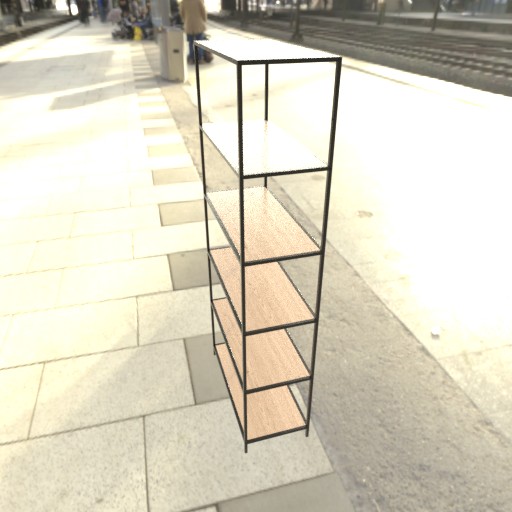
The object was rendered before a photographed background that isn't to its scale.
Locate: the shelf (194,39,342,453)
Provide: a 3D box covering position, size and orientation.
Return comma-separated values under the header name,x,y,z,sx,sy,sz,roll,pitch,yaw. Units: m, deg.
name,x,y,z,sx,sy,sz,roll,pitch,yaw
shelf,0.000,0.000,2.166,0.350,1.850,0.770,-9,31,-14
